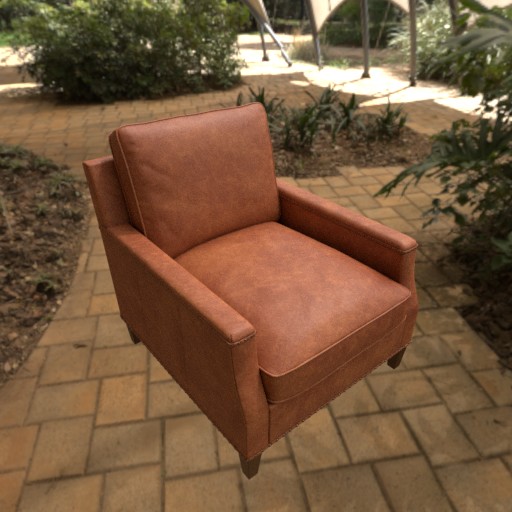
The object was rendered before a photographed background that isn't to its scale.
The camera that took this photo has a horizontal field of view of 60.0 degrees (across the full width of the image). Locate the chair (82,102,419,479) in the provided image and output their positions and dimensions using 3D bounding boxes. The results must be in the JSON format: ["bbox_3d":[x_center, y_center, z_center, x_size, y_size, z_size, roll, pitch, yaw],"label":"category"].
[{"bbox_3d":[0.000,0.000,1.696,0.853,0.943,1.014,-23,38,-33],"label":"chair"}]
